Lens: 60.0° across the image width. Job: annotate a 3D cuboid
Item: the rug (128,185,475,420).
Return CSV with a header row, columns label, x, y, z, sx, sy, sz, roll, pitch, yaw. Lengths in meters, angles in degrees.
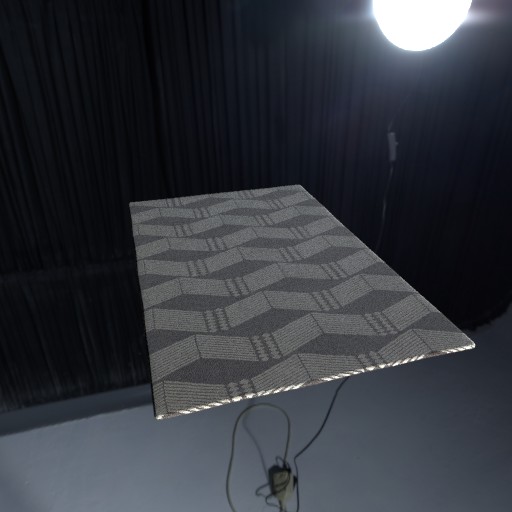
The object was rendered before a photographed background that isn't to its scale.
label,x,y,z,sx,sy,sz,roll,pitch,yaw
rug,0.000,0.000,2.303,1.210,0.016,1.833,-8,30,-14
